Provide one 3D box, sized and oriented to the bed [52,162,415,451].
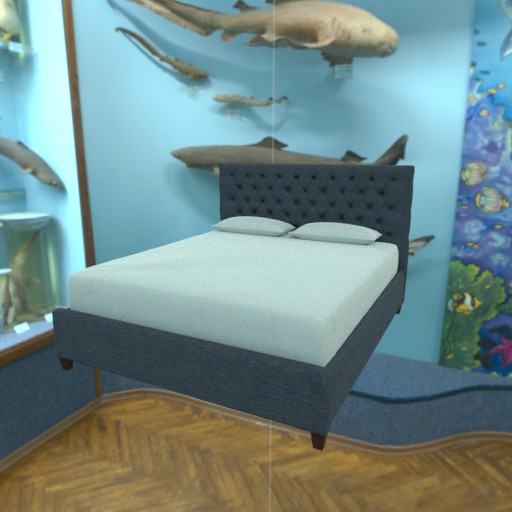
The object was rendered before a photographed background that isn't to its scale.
[{"bbox_3d":[0.000,0.000,3.638,2.078,1.427,2.387,7,15,26],"label":"bed"}]
